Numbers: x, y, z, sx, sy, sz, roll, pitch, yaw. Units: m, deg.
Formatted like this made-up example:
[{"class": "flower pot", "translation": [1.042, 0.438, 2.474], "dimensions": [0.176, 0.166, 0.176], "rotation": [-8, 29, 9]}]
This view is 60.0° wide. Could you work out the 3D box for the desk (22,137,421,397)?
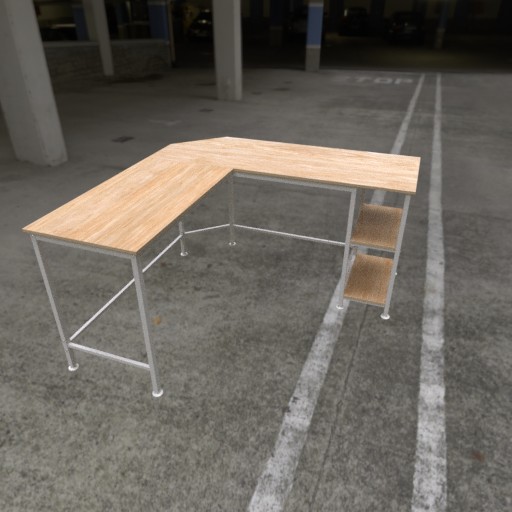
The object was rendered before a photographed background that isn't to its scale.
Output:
[{"class": "desk", "translation": [0.000, 0.000, 2.219], "dimensions": [1.379, 0.739, 1.379], "rotation": [11, 33, 17]}]
